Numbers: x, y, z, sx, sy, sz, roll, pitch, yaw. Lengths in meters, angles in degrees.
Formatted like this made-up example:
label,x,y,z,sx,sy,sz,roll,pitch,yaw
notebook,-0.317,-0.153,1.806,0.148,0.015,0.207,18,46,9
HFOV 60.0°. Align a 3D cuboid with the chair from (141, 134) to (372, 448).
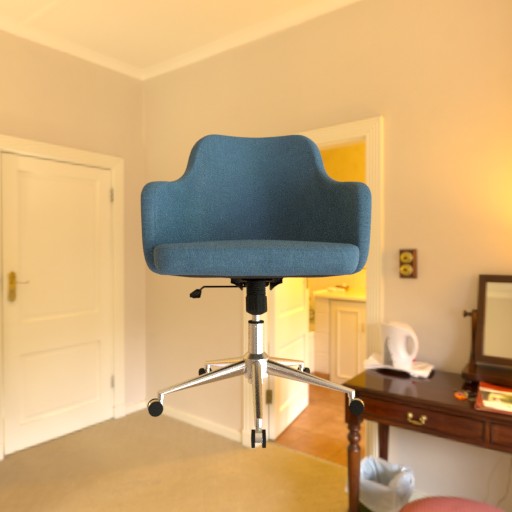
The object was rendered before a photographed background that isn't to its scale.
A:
label,x,y,z,sx,sy,sz,roll,pitch,yaw
chair,0.000,0.000,1.264,0.599,0.820,0.655,0,1,-1
